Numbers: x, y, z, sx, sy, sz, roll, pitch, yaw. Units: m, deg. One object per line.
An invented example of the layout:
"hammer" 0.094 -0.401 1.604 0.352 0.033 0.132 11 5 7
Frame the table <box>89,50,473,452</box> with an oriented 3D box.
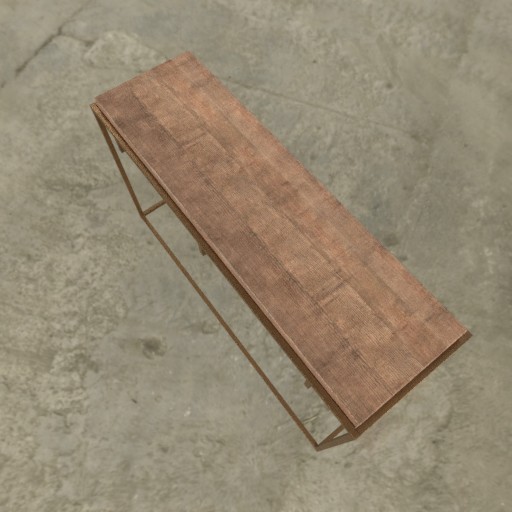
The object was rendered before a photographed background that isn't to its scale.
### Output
"table" 0.000 0.000 1.742 0.440 0.820 1.400 -34 69 -15
